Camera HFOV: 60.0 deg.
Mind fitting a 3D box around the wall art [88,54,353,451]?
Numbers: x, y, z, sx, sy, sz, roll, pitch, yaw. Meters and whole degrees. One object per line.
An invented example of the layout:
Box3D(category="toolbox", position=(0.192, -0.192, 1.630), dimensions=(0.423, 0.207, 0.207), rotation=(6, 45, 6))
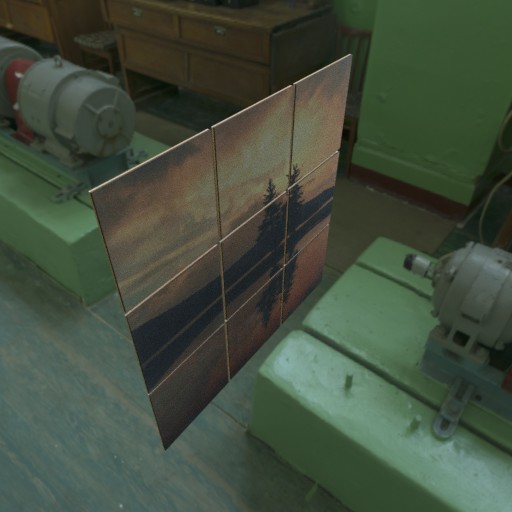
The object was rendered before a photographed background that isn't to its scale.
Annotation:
Box3D(category="wall art", position=(0.000, 0.000, 1.743), dimensions=(0.013, 1.218, 1.216), rotation=(26, 48, 27))
